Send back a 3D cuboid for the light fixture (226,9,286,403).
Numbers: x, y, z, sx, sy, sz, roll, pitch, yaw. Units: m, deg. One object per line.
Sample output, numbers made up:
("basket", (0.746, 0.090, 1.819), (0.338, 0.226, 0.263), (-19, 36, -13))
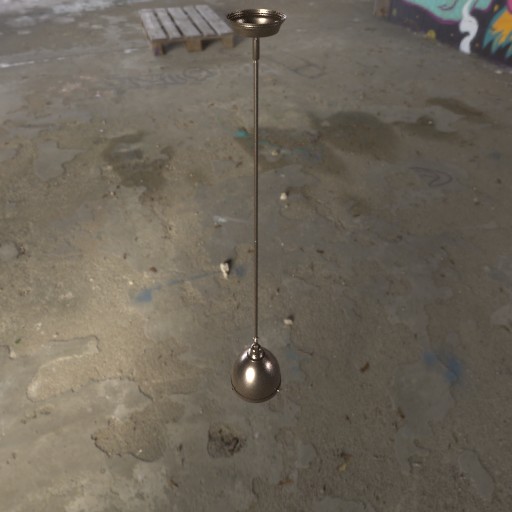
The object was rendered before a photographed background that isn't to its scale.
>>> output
("light fixture", (0.000, 0.000, 1.401), (0.211, 1.367, 0.217), (-1, 41, -1))
